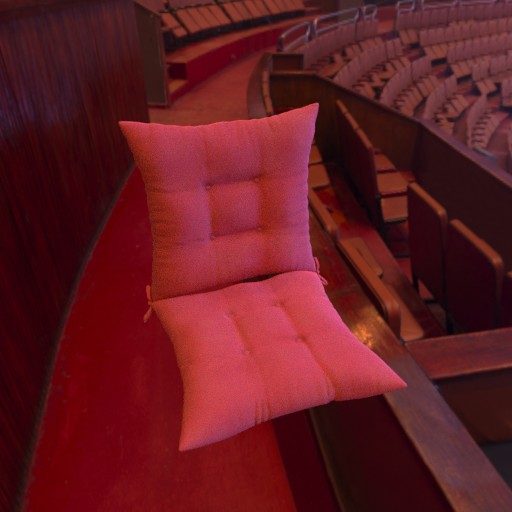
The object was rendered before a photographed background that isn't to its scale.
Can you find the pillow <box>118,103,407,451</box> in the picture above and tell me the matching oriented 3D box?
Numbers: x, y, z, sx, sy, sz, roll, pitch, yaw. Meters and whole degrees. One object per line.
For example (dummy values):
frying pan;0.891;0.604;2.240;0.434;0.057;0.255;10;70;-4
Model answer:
pillow;0.000;0.000;1.020;0.541;0.536;0.585;-10;34;-15
